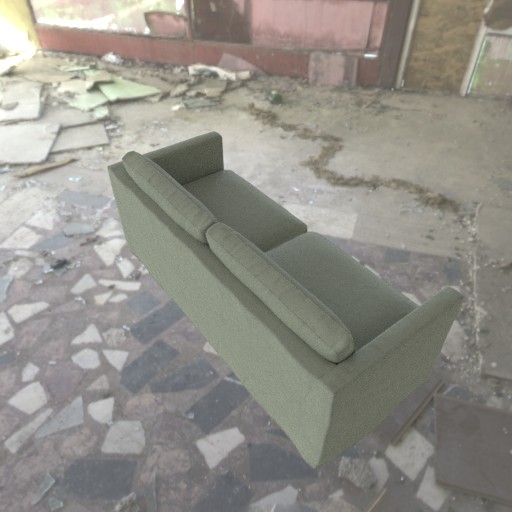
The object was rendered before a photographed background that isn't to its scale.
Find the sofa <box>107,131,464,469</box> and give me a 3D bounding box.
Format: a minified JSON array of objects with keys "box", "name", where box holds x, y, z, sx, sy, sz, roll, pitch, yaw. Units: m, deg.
[{"box":[0.000,0.000,2.867,0.962,0.853,2.312,-27,48,-27],"name":"sofa"}]
